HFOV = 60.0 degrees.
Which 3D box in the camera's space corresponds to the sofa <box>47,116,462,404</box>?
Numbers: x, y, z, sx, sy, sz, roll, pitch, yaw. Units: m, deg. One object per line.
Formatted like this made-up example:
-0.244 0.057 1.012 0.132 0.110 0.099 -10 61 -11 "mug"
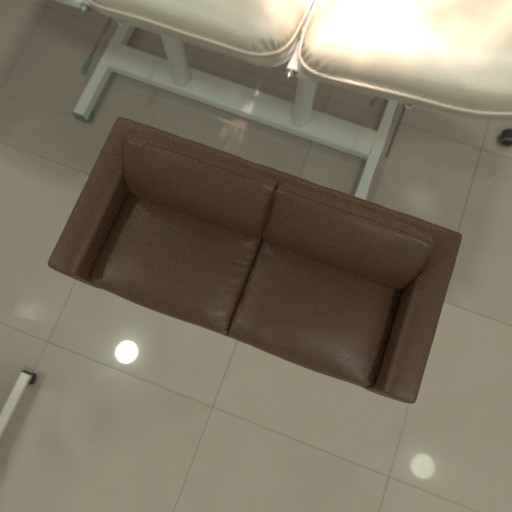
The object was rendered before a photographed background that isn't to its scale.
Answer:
0.000 0.000 2.776 2.262 0.801 1.070 20 78 4 "sofa"
